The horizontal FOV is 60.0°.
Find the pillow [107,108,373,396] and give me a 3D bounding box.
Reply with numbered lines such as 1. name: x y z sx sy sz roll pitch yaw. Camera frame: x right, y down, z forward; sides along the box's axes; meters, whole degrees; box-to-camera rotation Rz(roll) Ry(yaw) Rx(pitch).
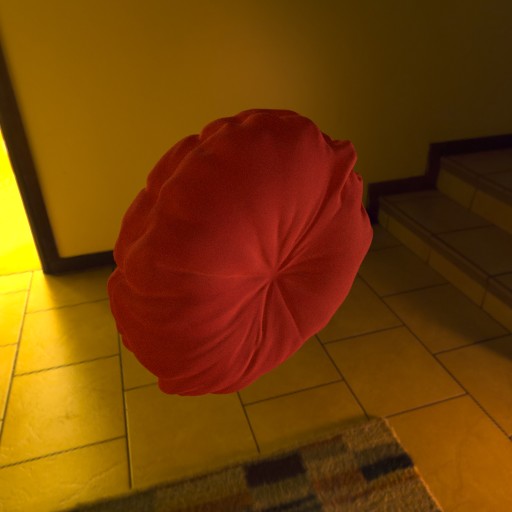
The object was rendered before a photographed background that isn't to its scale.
1. pillow: 0.000 0.000 0.644 0.428 0.407 0.148 -22 38 -31
